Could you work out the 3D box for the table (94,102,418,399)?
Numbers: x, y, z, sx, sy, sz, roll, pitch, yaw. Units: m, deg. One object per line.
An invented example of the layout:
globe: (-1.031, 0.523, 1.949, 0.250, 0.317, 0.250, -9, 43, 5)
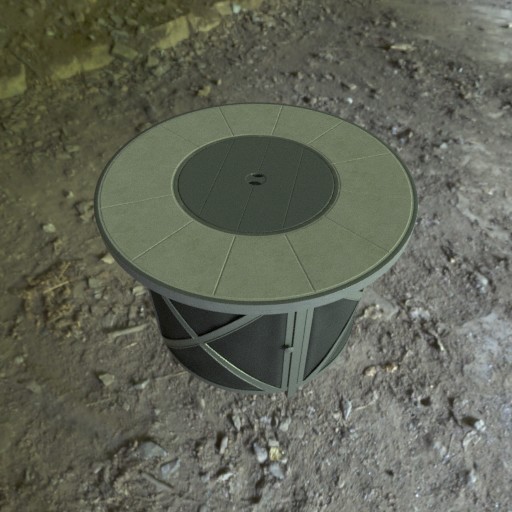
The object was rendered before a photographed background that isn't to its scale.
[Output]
table: (0.000, 0.000, 1.522, 0.914, 0.650, 0.914, 0, 47, 0)
